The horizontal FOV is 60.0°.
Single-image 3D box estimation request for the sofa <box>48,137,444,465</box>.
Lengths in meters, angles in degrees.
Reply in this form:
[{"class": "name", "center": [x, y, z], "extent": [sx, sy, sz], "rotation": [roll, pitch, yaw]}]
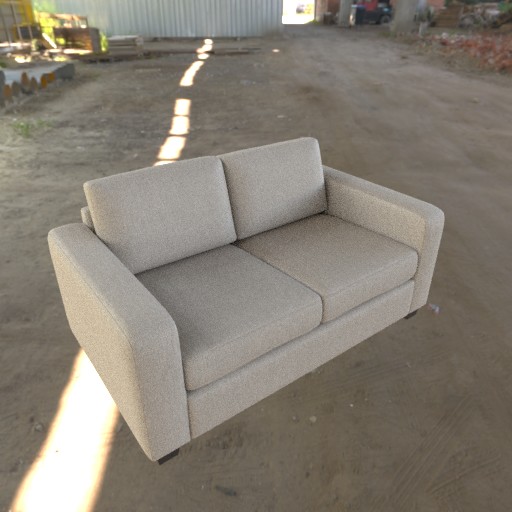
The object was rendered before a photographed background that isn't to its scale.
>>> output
[{"class": "sofa", "center": [0.000, 0.000, 2.008], "extent": [1.540, 0.800, 0.900], "rotation": [-20, 35, -31]}]
